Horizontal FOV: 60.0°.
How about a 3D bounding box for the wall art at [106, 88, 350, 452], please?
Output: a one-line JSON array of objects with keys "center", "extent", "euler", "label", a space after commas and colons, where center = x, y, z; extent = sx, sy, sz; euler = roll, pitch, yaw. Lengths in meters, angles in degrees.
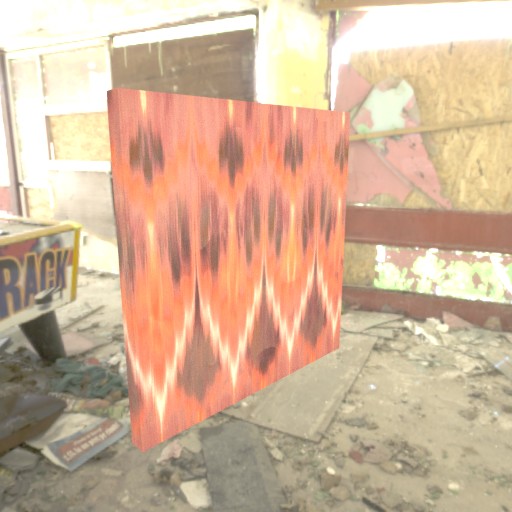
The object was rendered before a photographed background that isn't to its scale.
[{"center": [0.000, 0.000, 0.932], "extent": [0.037, 0.609, 0.603], "euler": [13, 19, 43], "label": "wall art"}]
